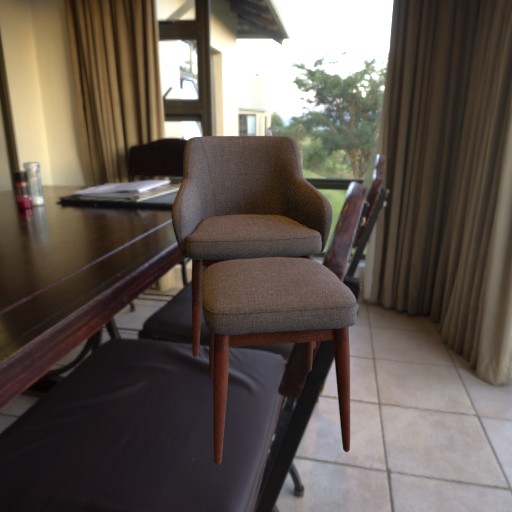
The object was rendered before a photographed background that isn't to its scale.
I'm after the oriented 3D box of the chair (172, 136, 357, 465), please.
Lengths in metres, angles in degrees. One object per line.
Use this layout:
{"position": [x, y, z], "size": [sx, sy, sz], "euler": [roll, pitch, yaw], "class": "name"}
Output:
{"position": [0.000, 0.000, 1.583], "size": [0.584, 0.799, 1.107], "euler": [-2, 17, -7], "class": "chair"}
